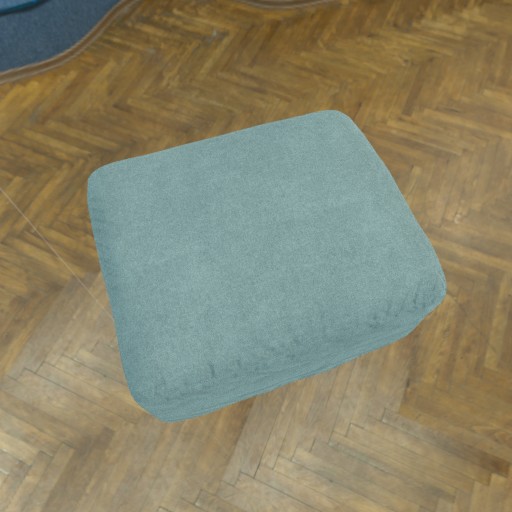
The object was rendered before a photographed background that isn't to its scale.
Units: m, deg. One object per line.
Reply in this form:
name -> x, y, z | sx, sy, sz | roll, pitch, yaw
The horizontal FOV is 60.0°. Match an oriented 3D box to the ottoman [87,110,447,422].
ottoman -> 0.000, 0.000, 1.286 | 0.837, 0.481, 0.683 | -17, 64, -9
